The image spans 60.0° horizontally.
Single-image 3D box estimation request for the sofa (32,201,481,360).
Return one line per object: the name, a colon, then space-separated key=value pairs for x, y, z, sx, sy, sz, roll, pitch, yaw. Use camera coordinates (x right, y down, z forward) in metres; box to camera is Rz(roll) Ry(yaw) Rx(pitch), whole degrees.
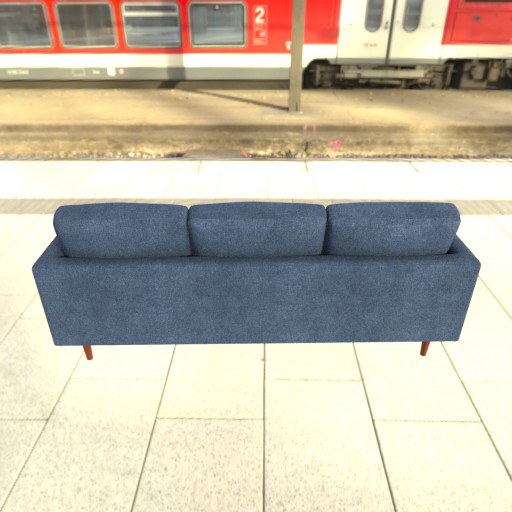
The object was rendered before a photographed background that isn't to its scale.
sofa: x=0.000 y=0.000 z=2.656 sx=2.246 sy=0.930 sz=0.903 roll=0 pitch=31 yaw=-1
